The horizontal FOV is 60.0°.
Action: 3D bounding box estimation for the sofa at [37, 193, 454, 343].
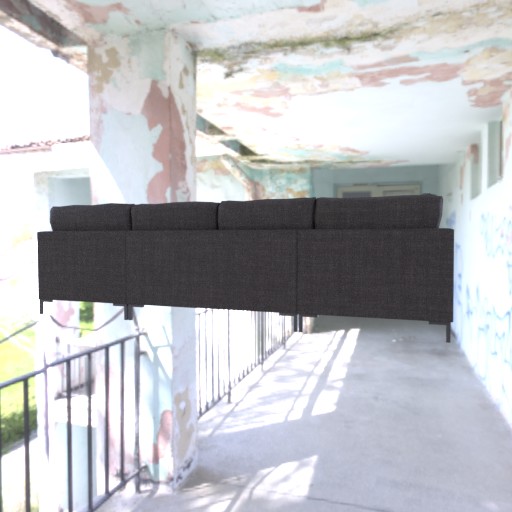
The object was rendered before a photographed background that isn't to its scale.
[{"bbox_3d":[0.000,0.000,4.303,3.423,0.999,2.048,1,2,19],"label":"sofa"}]
